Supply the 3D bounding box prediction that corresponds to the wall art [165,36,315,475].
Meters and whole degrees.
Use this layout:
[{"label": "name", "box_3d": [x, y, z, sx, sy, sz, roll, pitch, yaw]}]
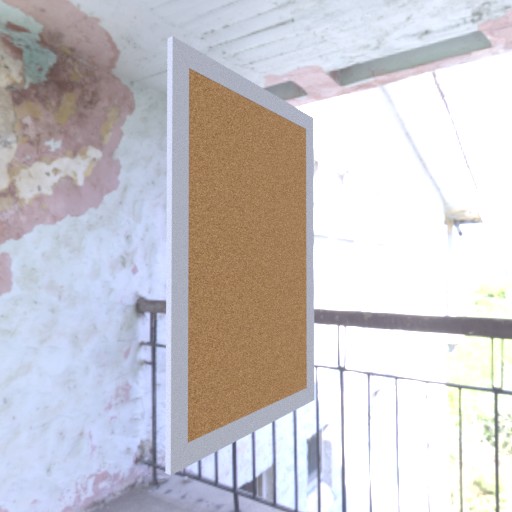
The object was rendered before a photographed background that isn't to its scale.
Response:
[{"label": "wall art", "box_3d": [0.000, 0.000, 0.852, 0.011, 0.659, 0.454, -1, -2, 35]}]
